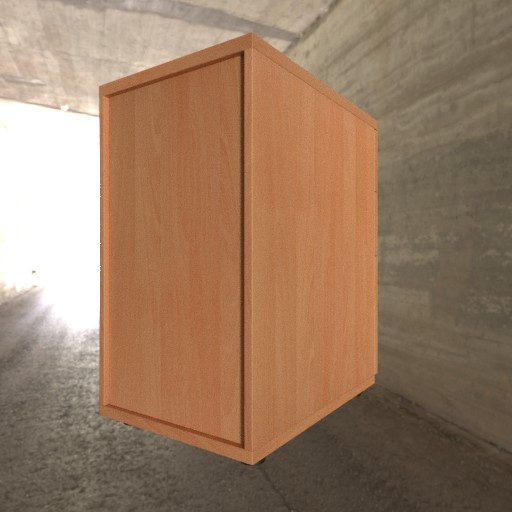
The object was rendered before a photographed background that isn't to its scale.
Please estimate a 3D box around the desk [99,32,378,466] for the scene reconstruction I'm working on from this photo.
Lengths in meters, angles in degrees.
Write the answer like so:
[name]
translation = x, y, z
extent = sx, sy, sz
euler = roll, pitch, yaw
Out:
[desk]
translation = 0.000, 0.000, 1.082
extent = 0.404, 0.730, 0.600
euler = 0, 0, 35
